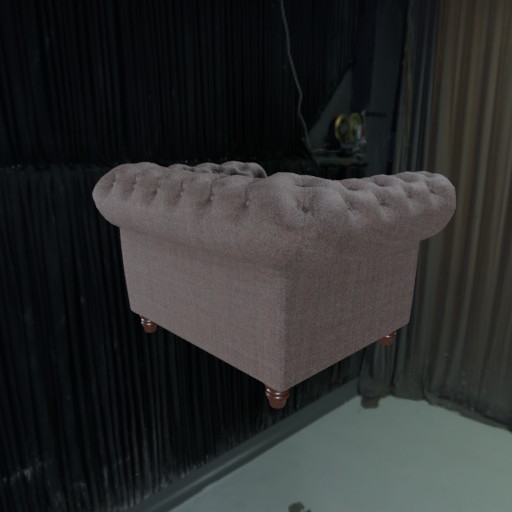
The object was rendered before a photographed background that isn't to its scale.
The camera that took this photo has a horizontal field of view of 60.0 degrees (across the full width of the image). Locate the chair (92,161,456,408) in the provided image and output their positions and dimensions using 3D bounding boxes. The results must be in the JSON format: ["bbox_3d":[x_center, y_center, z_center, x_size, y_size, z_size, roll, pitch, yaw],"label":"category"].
[{"bbox_3d":[0.000,0.000,1.908,0.945,0.780,1.298,-13,20,-42],"label":"chair"}]
